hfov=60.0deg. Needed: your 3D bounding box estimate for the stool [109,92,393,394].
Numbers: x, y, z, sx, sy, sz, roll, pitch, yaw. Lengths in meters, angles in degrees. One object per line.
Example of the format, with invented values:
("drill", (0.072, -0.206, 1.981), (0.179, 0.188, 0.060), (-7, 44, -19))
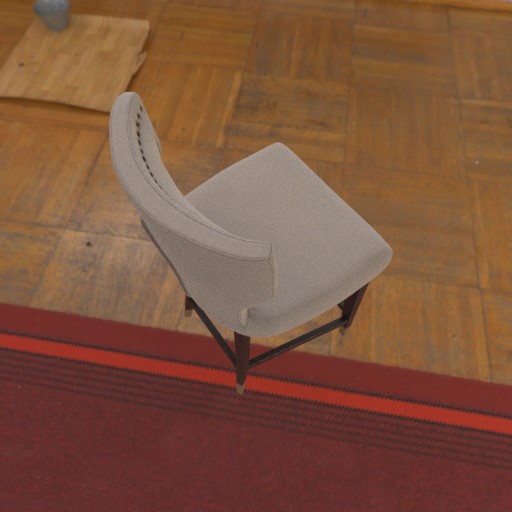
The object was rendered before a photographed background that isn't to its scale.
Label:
("stool", (0.000, 0.000, 1.288), (0.563, 0.982, 0.527), (-32, 64, -18))
